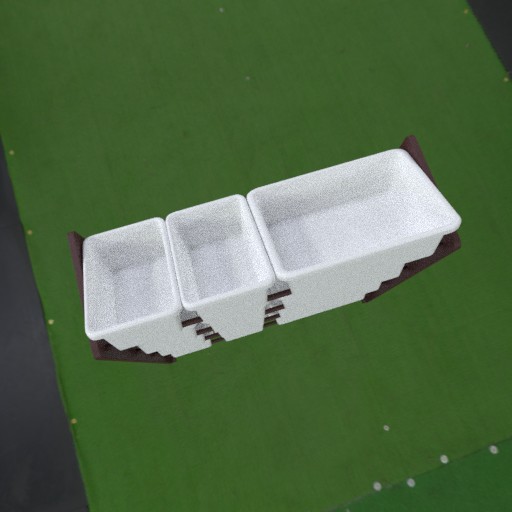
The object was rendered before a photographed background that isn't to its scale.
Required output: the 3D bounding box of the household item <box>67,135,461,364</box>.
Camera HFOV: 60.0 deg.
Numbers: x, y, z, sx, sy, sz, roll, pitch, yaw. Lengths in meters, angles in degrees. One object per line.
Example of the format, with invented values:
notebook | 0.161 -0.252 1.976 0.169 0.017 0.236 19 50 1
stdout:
household item | 0.000 0.000 1.285 0.787 0.864 0.389 -17 76 -4
